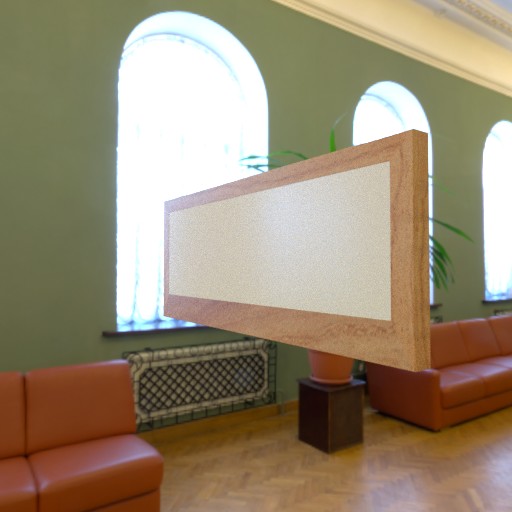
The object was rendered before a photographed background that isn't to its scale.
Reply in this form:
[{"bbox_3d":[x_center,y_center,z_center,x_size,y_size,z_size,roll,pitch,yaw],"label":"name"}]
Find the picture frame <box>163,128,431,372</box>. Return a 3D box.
[{"bbox_3d":[0.000,0.000,0.674,0.045,0.234,0.582,1,-2,-36],"label":"picture frame"}]
